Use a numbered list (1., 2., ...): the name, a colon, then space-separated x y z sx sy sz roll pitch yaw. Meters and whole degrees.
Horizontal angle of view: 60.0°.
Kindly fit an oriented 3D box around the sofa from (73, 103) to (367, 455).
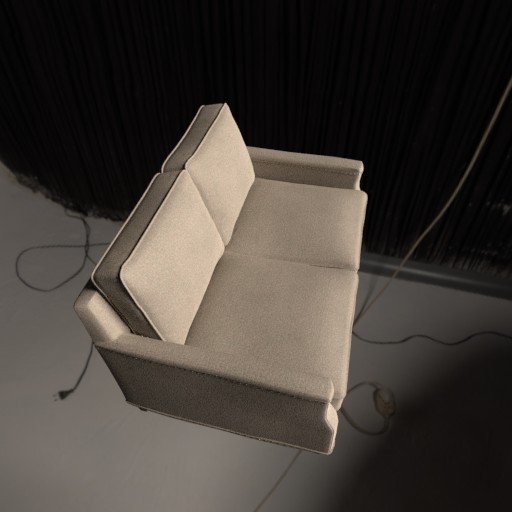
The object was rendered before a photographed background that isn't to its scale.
1. sofa: 0.000 0.000 2.329 1.084 1.003 1.597 10 47 9
